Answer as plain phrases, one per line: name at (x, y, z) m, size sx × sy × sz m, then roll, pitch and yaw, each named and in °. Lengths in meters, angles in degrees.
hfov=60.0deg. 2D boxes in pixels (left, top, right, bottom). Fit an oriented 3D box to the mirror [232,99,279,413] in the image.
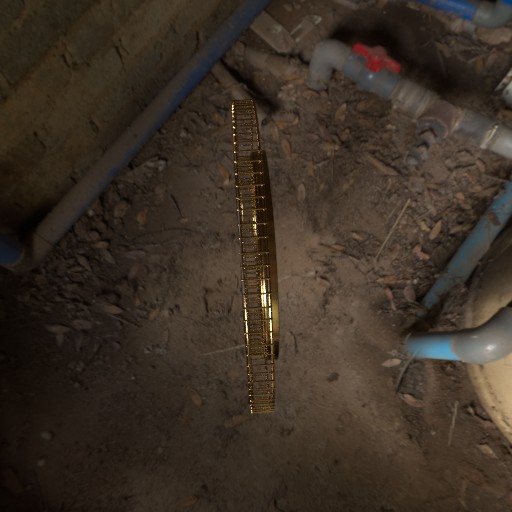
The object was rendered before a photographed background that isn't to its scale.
mirror at (0.000, 0.000, 1.054) m, size 0.067 × 0.703 × 0.703 m, roll -4°, pitch 74°, yaw -1°
